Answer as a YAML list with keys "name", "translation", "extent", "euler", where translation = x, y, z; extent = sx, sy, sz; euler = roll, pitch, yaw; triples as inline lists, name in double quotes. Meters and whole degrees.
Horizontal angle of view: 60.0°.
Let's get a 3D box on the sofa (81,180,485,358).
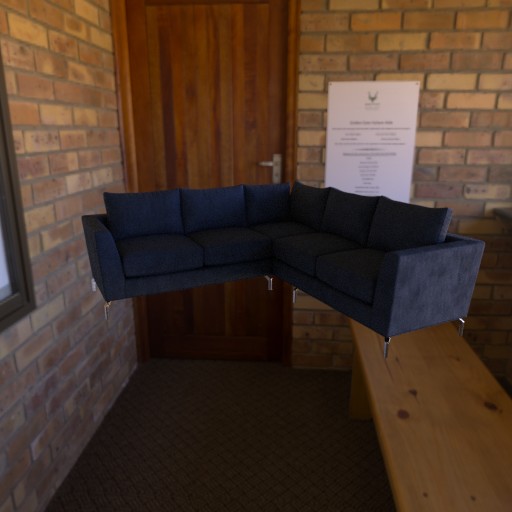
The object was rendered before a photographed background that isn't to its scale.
- name: "sofa"
  translation: [0.000, 0.000, 3.769]
  extent: [2.472, 0.988, 2.463]
  euler: [-8, 17, -26]
